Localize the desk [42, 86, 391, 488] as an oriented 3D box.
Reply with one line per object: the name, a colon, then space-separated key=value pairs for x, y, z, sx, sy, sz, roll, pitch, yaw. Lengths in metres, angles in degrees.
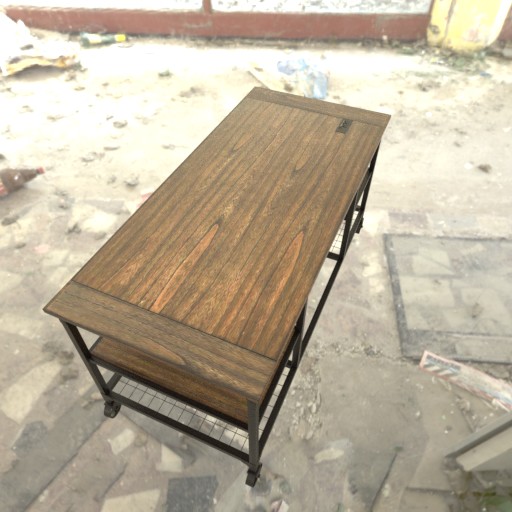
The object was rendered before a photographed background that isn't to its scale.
desk: x=0.000 y=0.000 z=1.990 sx=0.711 sy=0.751 sz=1.590 roll=18 pitch=50 yaw=16
